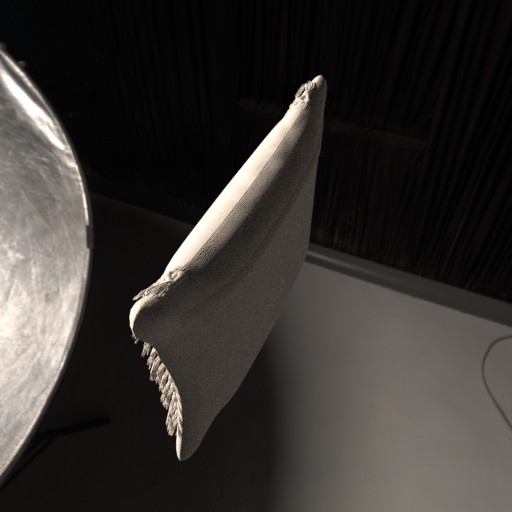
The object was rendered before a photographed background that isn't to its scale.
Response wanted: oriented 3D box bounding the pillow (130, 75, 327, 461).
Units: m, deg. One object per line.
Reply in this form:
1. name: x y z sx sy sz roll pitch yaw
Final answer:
1. pillow: 0.000 0.000 0.584 0.084 0.305 0.466 18 49 16
